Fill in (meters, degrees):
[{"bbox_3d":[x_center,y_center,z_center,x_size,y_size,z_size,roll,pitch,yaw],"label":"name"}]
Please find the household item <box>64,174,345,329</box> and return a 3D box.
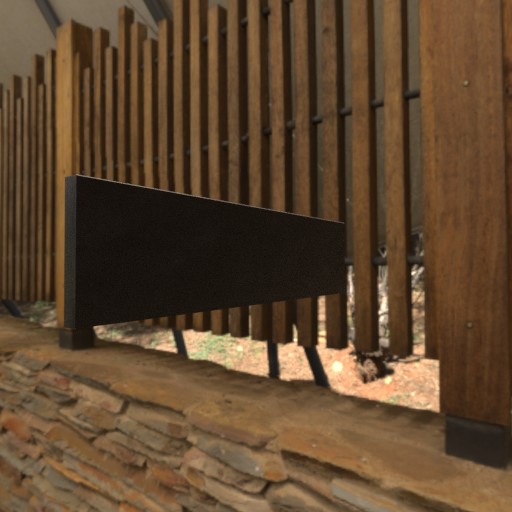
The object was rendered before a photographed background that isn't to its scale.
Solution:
[{"bbox_3d":[0.000,0.000,1.094,0.030,0.236,1.001,-1,-1,35],"label":"household item"}]
